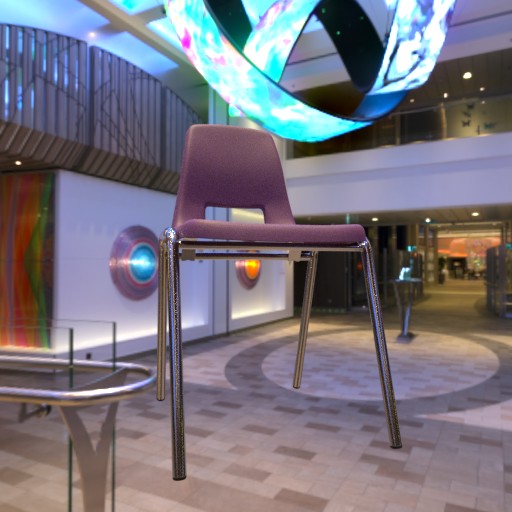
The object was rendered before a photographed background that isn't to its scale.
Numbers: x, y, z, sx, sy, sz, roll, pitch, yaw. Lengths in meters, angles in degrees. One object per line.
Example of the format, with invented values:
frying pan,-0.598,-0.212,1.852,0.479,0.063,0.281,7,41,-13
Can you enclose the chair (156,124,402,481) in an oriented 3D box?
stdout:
chair,0.000,0.000,0.891,0.381,0.654,0.432,0,-1,-18
